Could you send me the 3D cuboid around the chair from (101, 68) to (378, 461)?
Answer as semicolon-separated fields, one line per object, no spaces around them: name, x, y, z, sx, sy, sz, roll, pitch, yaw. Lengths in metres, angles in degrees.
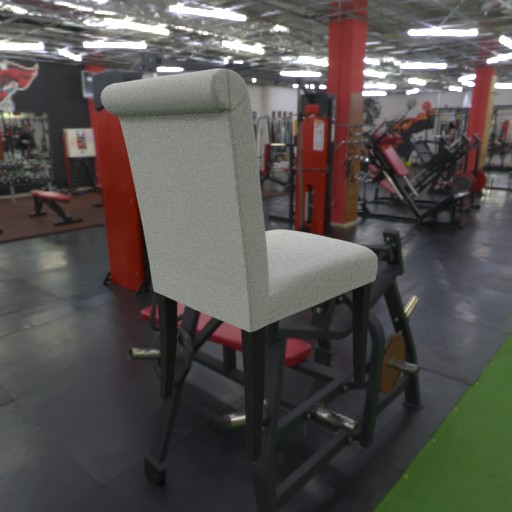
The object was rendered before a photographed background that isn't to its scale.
chair;0.000;0.000;1.360;0.452;0.976;0.708;15;21;42
